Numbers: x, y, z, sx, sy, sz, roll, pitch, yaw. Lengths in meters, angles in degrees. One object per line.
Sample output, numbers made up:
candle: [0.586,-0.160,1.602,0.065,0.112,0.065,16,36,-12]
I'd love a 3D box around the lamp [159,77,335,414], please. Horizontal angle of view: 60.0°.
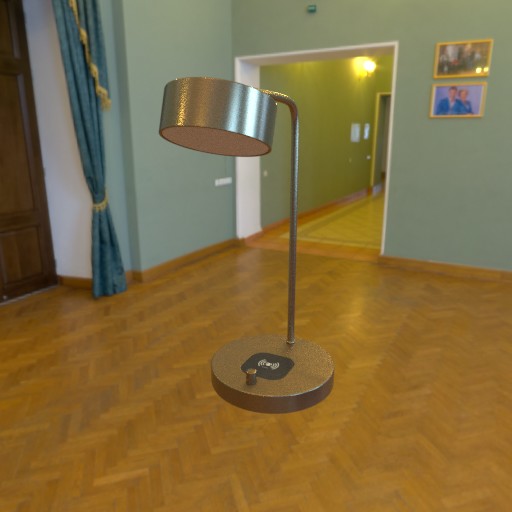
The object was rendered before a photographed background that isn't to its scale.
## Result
lamp: [0.000,0.000,0.532,0.171,0.380,0.270,8,17,26]
